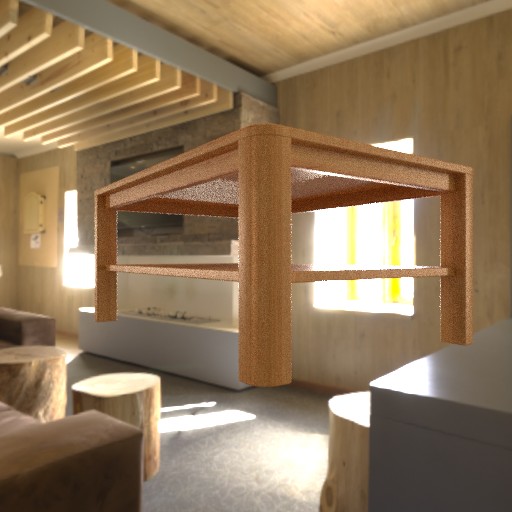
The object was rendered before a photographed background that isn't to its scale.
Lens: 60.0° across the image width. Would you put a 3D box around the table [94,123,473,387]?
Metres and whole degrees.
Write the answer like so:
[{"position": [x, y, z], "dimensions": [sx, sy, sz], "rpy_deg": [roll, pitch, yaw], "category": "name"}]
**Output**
[{"position": [0.000, 0.000, 1.337], "dimensions": [0.696, 0.445, 0.997], "rpy_deg": [0, 0, -36], "category": "table"}]
